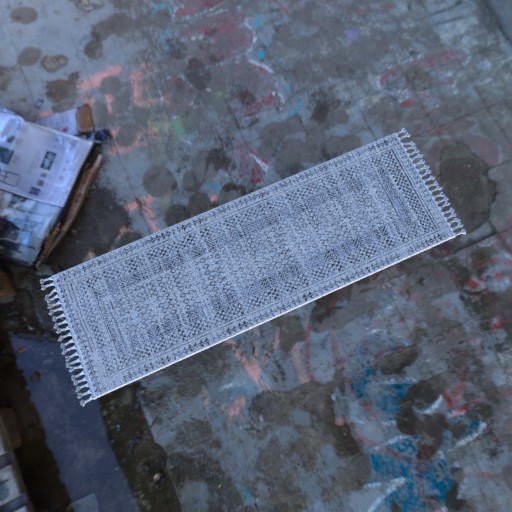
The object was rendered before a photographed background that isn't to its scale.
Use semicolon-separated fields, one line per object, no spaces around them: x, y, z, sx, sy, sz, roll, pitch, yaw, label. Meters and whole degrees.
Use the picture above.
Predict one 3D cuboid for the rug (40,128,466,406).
0.000;0.000;2.652;2.480;0.013;0.786;-23;77;-6;rug
